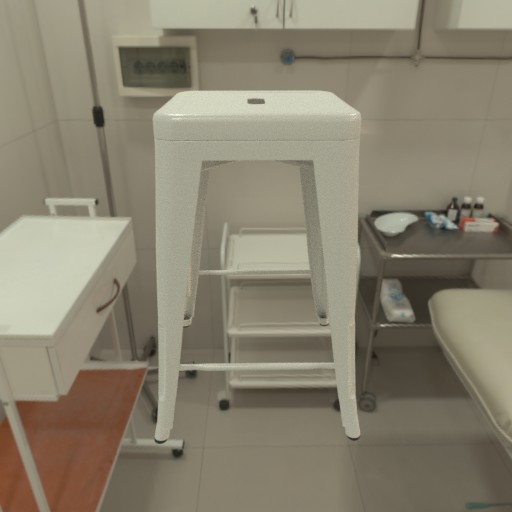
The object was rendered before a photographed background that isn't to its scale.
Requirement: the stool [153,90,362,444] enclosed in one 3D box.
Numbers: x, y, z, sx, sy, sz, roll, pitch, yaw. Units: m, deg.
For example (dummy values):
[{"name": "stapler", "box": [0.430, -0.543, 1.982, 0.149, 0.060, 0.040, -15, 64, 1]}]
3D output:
[{"name": "stool", "box": [0.000, 0.000, 0.908, 0.406, 0.610, 0.406, 0, 27, -1]}]
